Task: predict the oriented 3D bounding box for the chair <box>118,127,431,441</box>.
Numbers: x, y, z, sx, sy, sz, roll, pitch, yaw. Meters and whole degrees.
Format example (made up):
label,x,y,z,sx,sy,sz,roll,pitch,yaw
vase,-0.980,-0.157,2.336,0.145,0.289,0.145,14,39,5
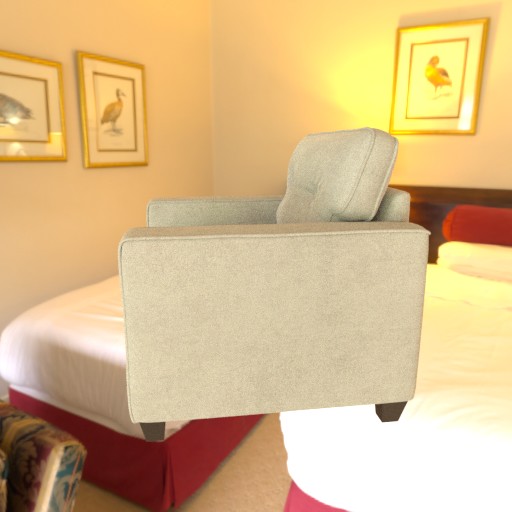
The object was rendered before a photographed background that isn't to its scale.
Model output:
label,x,y,z,sx,sy,sz,roll,pitch,yaw
chair,0.000,0.000,1.769,0.939,0.965,1.015,-2,14,-8
